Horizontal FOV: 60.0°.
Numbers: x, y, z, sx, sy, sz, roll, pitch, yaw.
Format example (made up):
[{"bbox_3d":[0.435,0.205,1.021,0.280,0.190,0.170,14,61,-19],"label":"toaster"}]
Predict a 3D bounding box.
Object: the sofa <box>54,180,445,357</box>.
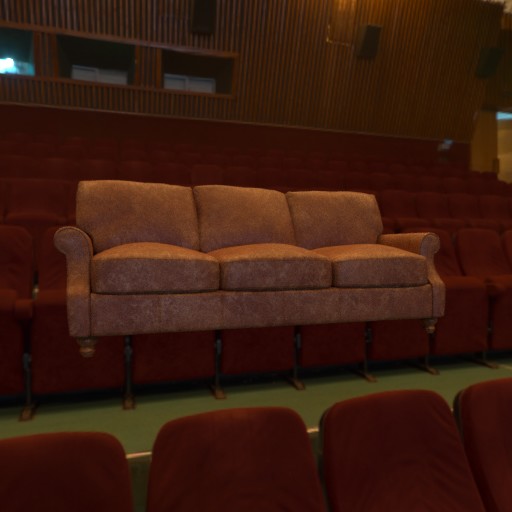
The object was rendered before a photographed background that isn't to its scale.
[{"bbox_3d":[0.000,0.000,2.871,2.351,0.977,0.973,0,0,-18],"label":"sofa"}]
